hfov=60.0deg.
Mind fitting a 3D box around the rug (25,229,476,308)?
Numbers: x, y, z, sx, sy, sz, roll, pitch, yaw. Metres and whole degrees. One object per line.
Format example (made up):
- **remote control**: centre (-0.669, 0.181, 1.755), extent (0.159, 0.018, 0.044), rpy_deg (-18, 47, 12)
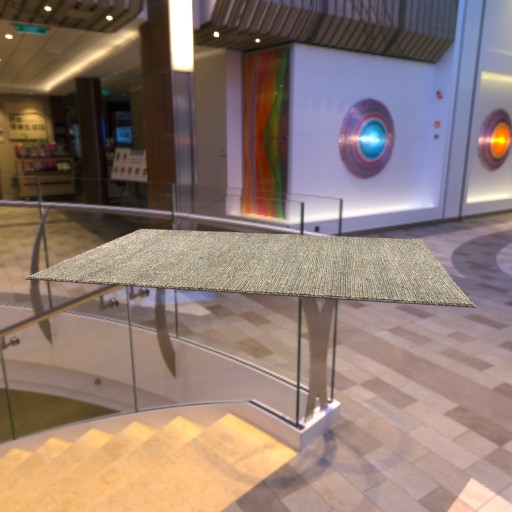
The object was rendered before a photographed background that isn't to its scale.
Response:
- **rug**: centre (0.000, 0.000, 3.075), extent (2.443, 0.021, 1.538), rpy_deg (3, 14, 10)
